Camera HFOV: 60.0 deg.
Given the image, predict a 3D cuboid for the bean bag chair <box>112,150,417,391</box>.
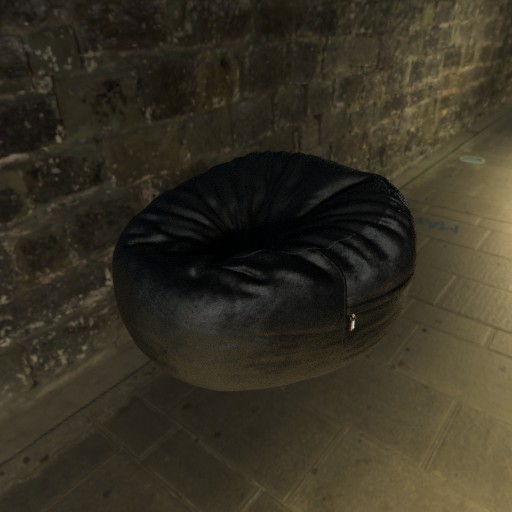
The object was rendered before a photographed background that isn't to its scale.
[{"bbox_3d":[0.000,0.000,2.454,1.524,0.878,1.524,-20,35,-31],"label":"bean bag chair"}]
